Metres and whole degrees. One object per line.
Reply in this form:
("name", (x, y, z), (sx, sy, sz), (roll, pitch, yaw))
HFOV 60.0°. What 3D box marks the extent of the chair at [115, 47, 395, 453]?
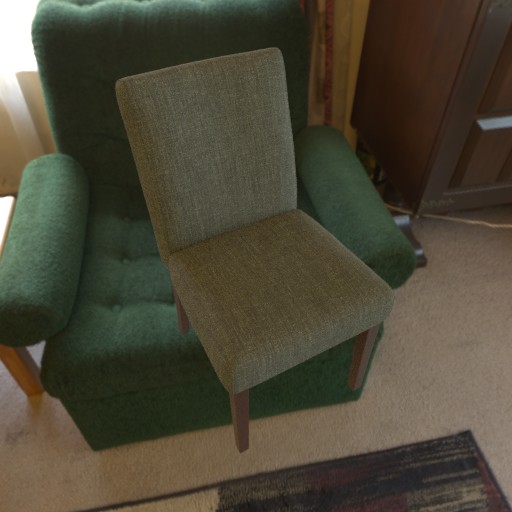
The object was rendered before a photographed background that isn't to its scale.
("chair", (0.000, 0.000, 1.236), (0.487, 0.884, 0.629), (-21, 48, -20))
